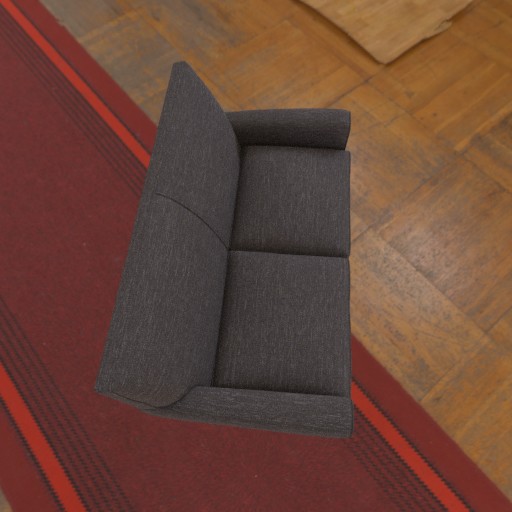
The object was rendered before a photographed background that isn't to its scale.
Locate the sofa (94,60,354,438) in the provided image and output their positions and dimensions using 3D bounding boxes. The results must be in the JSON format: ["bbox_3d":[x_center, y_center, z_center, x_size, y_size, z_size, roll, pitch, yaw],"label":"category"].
[{"bbox_3d":[0.000,0.000,2.030,0.867,0.905,1.509,5,64,2],"label":"sofa"}]
